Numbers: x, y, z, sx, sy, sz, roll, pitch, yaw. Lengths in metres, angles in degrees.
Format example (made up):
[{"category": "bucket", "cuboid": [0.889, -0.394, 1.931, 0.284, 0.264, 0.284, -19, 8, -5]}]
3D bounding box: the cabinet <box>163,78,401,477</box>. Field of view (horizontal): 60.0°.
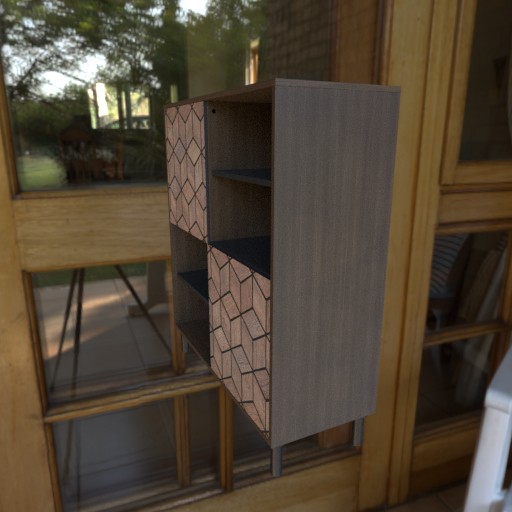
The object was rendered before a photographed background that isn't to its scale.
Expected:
[{"category": "cabinet", "cuboid": [0.000, 0.000, 1.734, 0.400, 1.170, 1.010, -7, 17, -26]}]
